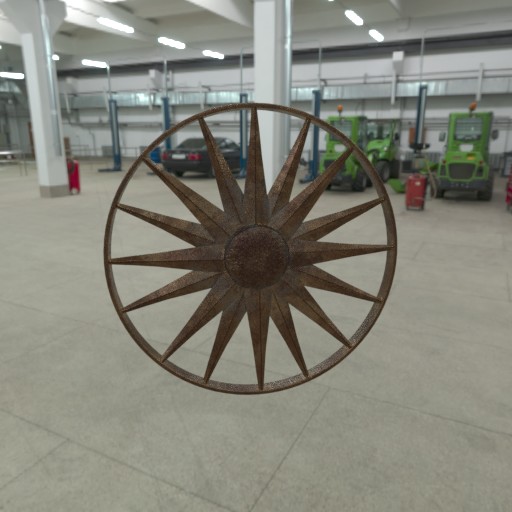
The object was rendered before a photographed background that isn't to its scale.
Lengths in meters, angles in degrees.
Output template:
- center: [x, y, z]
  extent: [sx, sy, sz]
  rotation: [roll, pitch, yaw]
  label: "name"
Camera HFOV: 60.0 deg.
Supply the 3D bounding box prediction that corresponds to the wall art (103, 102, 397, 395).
- center: [0.000, 0.000, 0.887]
  extent: [0.582, 0.583, 0.084]
  rotation: [-2, 16, -8]
  label: "wall art"
